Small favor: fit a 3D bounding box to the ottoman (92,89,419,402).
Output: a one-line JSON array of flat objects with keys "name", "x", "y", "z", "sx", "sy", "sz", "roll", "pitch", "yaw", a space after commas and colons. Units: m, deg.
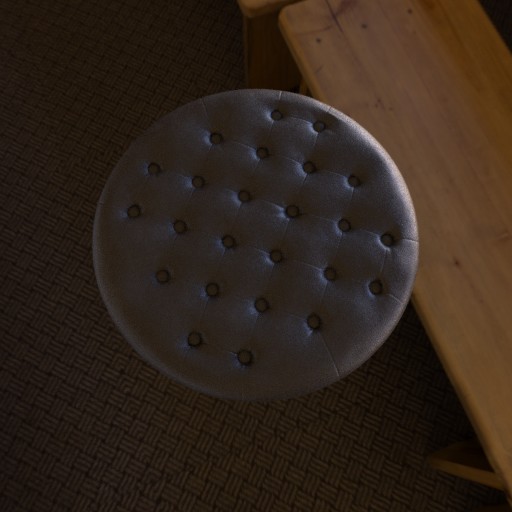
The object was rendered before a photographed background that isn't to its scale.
[{"name": "ottoman", "x": 0.000, "y": 0.000, "z": 1.044, "sx": 0.637, "sy": 0.442, "sz": 0.637, "roll": 0, "pitch": 75, "yaw": 0}]
